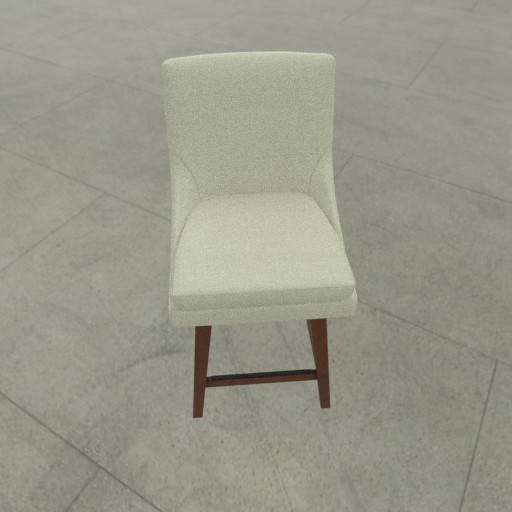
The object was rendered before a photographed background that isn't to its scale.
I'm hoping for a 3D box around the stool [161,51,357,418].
[{"bbox_3d":[0.000,0.000,1.326,0.469,0.991,0.559,-3,45,-3],"label":"stool"}]
